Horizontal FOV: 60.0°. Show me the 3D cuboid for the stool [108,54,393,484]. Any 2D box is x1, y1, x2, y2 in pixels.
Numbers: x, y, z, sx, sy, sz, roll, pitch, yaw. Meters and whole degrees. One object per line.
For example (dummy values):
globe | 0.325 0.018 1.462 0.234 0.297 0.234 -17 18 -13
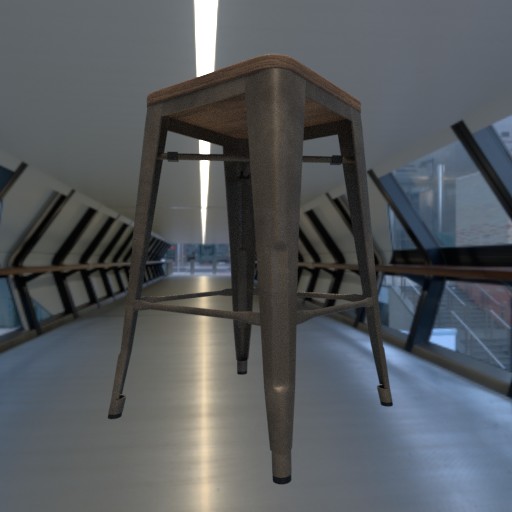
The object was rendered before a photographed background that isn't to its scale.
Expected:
stool | 0.000 0.000 0.871 0.407 0.607 0.407 0 0 38
